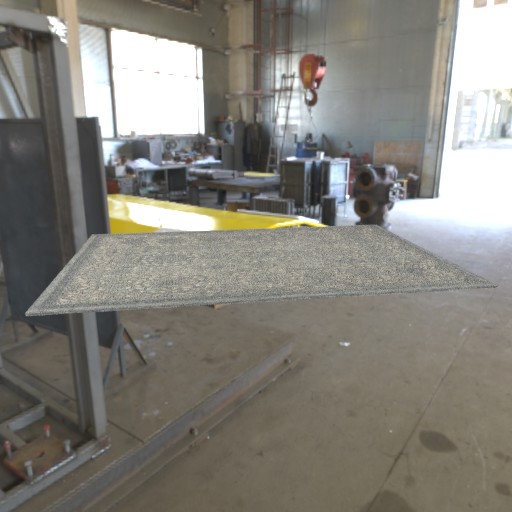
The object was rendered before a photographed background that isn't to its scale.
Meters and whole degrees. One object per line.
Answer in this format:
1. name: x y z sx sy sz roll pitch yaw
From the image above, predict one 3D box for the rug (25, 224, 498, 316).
1. rug: 0.000 0.000 2.252 1.819 0.012 1.208 -3 16 -9
